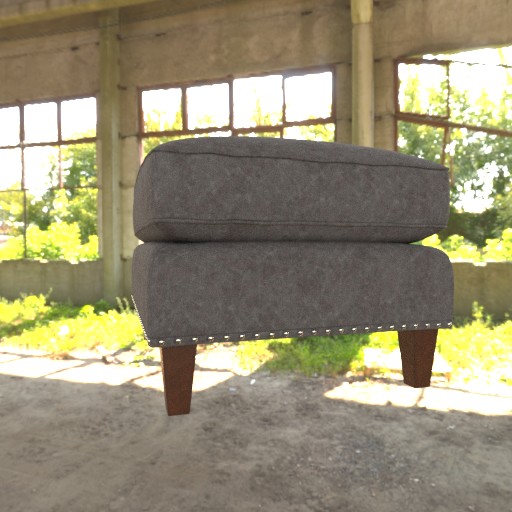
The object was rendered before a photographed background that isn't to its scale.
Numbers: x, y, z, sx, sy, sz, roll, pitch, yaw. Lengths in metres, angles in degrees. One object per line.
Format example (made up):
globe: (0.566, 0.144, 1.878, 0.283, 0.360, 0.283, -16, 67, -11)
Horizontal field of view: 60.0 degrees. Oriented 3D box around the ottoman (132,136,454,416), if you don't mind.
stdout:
ottoman: (0.000, 0.000, 1.117, 0.584, 0.513, 0.741, 0, 1, -18)
